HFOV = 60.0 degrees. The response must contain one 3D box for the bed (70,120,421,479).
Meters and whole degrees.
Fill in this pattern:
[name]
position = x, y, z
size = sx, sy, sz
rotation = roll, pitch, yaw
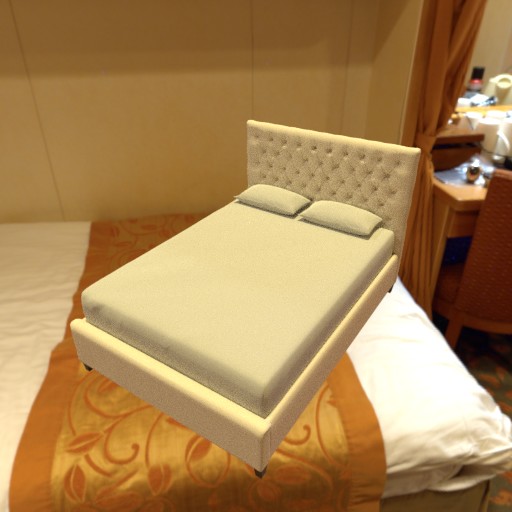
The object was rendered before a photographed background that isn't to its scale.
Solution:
[bed]
position = 0.000, 0.000, 3.512
size = 1.698, 1.427, 2.387
rotation = 19, 36, 28
